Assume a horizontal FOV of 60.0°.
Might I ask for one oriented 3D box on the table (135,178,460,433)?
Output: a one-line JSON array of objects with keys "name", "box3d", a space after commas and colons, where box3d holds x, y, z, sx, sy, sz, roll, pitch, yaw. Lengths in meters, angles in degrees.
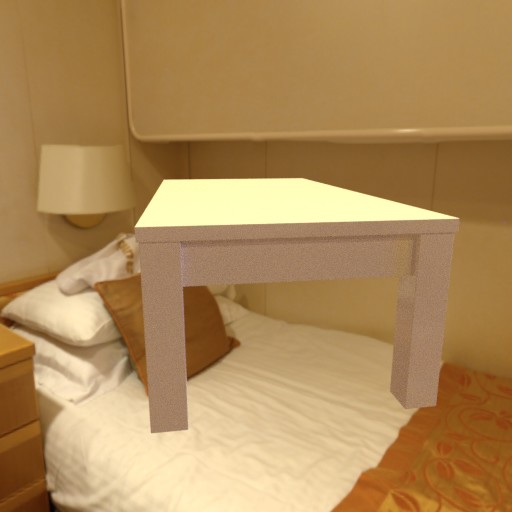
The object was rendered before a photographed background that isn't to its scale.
[{"name": "table", "box3d": [0.000, 0.000, 1.631, 0.700, 0.470, 1.350, -2, 14, -9]}]
